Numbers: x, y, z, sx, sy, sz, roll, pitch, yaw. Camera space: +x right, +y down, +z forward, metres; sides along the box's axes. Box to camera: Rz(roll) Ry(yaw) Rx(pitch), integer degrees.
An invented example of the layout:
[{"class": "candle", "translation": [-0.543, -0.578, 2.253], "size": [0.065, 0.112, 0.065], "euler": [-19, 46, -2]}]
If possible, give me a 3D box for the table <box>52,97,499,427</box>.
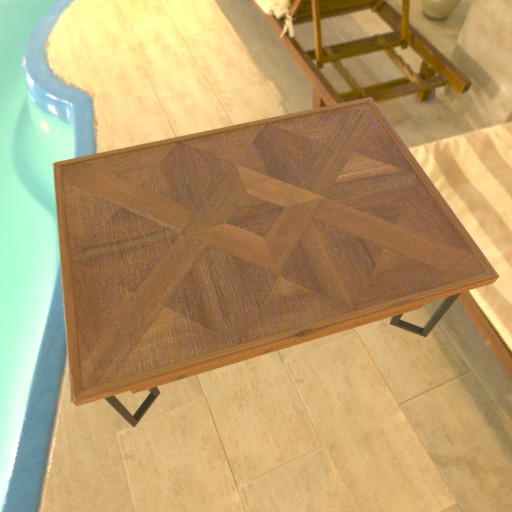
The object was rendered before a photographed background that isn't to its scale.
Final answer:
[{"class": "table", "translation": [0.000, 0.000, 1.641], "size": [1.238, 0.492, 0.877], "euler": [-14, 58, -9]}]
